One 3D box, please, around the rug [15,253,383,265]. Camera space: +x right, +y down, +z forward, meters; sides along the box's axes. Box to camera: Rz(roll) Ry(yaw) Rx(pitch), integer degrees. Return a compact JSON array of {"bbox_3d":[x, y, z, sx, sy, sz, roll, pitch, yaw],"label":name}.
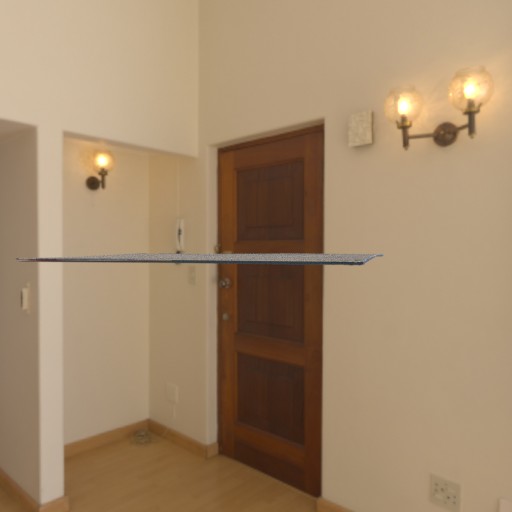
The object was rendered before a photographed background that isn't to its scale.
[{"bbox_3d":[0.000,0.000,2.183,1.159,0.025,1.793,0,1,18],"label":"rug"}]
